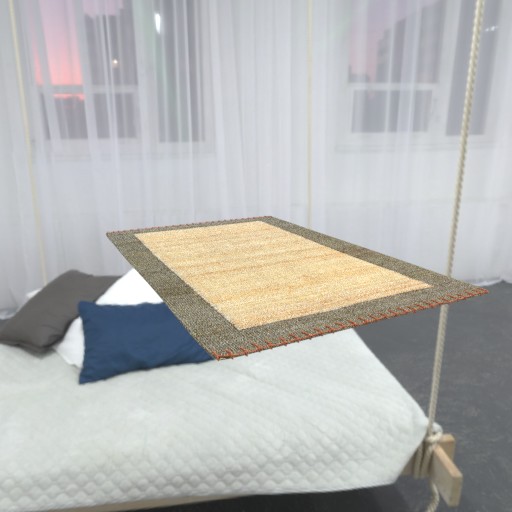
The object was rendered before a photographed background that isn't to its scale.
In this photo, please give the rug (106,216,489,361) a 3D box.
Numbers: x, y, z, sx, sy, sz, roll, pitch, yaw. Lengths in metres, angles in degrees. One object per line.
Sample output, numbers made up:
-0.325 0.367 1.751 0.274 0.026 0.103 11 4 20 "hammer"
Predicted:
0.000 0.000 2.305 1.220 0.019 1.838 -8 18 -26 "rug"
